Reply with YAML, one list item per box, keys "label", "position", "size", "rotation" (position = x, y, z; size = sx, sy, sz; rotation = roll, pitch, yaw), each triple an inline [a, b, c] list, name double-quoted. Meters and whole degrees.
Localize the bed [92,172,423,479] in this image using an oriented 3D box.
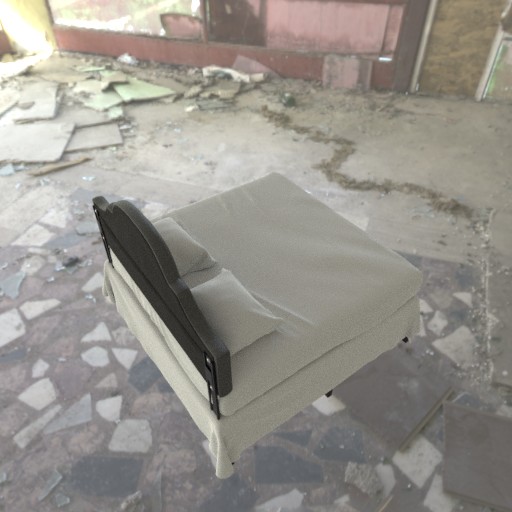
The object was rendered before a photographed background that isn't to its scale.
- label: "bed"
  position: [0.000, 0.000, 3.750]
  size: [2.222, 1.631, 2.303]
  rotation: [-25, 47, -26]
